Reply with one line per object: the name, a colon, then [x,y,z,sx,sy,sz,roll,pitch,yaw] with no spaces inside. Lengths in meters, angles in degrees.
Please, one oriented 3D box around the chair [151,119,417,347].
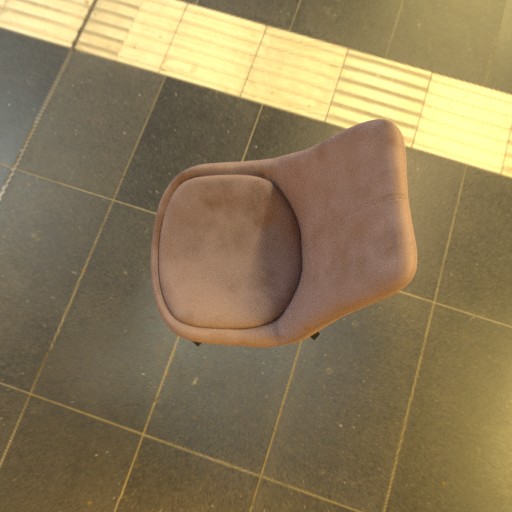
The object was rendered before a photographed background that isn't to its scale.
chair: [0.000,0.000,1.184,0.547,0.865,0.483,-1,77,0]
